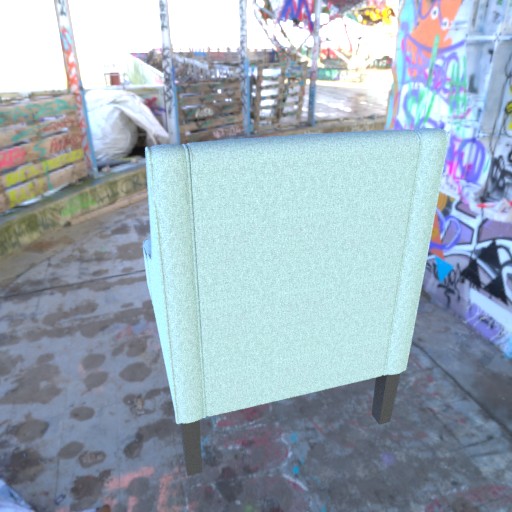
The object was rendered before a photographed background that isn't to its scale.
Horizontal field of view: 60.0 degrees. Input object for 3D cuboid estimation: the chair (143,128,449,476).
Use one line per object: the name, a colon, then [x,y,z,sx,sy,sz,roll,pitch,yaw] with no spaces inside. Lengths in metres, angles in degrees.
chair: [0.000,0.000,1.820,0.857,1.133,1.025,-8,27,-16]
